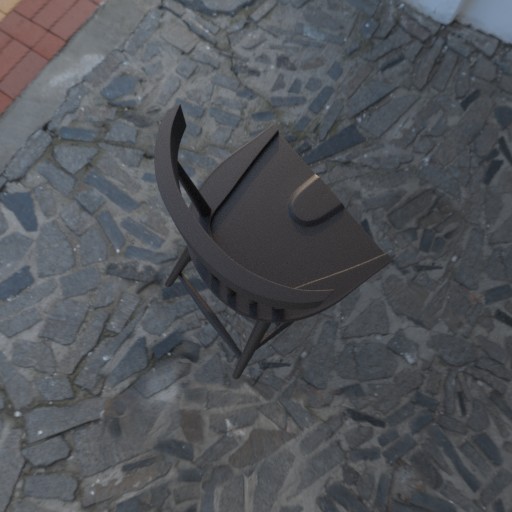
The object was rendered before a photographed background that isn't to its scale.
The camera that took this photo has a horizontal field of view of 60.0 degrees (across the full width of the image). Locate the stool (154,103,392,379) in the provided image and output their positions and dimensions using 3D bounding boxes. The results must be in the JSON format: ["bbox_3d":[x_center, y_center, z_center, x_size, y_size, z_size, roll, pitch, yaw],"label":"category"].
[{"bbox_3d":[0.000,0.000,1.254,0.549,0.953,0.494,-37,78,-9],"label":"stool"}]
